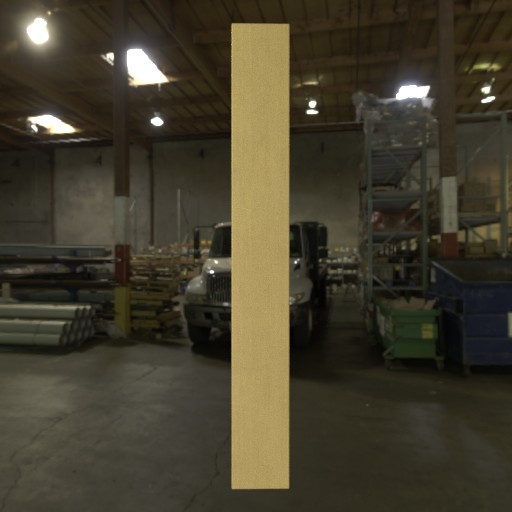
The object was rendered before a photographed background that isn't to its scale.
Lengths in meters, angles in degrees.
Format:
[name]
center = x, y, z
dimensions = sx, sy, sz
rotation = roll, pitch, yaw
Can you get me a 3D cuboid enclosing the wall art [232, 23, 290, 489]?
[wall art]
center = 0.000, 0.000, 0.442
dimensions = 0.038, 0.305, 0.305
rotation = 0, 0, -1
